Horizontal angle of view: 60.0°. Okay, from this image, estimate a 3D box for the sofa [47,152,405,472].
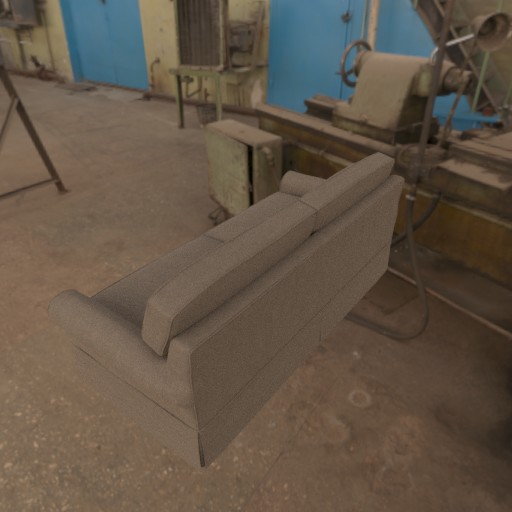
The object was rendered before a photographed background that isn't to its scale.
[{"bbox_3d":[0.000,0.000,2.742,0.991,0.943,2.248,22,38,31],"label":"sofa"}]
